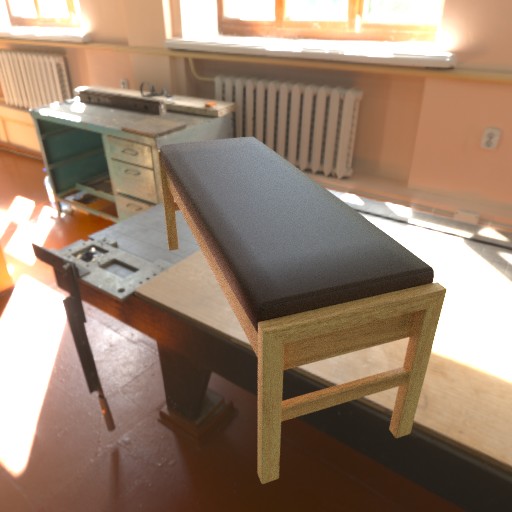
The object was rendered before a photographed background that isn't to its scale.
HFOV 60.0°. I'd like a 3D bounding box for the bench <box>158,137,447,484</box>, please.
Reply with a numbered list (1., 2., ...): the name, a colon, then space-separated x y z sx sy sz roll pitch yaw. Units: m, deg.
1. bench: 0.000 0.000 1.442 0.405 0.480 1.200 -10 31 -17
